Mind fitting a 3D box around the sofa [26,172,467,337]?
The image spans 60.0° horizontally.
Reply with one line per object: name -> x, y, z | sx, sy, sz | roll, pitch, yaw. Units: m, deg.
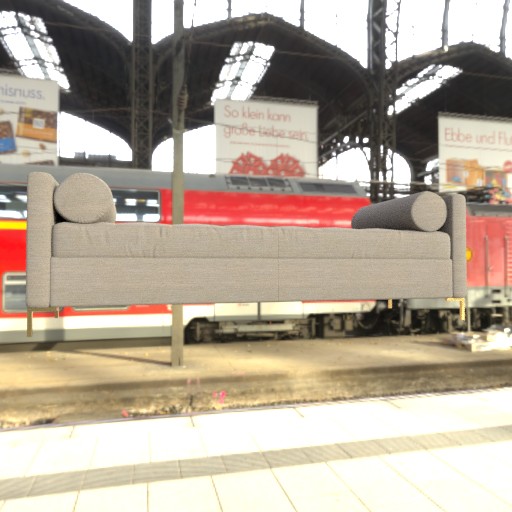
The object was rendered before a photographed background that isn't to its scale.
sofa -> 0.000, 0.000, 2.249 | 1.981, 0.635, 0.686 | 0, -1, -16
